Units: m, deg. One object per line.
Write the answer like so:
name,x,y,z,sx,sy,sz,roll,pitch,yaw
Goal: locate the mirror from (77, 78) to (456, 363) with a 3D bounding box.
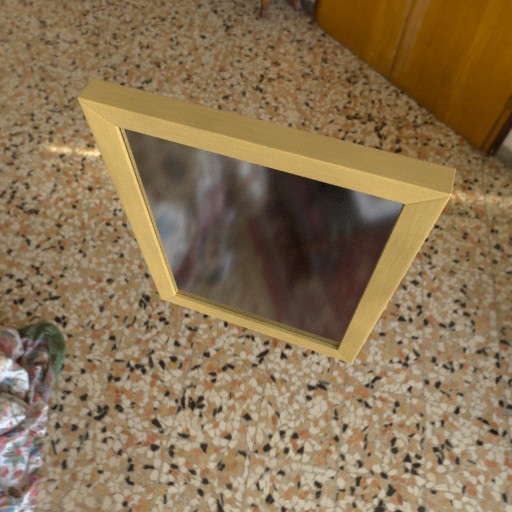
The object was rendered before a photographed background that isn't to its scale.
mirror,0.000,0.000,0.679,0.405,0.508,0.041,17,60,10
